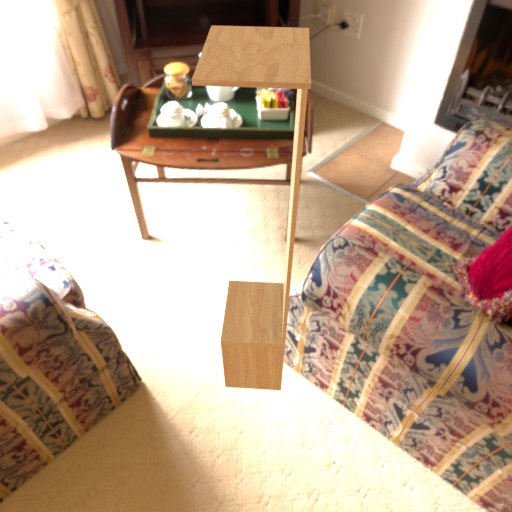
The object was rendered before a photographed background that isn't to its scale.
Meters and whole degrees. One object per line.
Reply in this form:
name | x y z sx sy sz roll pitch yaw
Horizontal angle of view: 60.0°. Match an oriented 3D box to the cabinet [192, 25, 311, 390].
cabinet | 0.000 0.000 2.075 0.338 1.879 0.411 3 47 3
